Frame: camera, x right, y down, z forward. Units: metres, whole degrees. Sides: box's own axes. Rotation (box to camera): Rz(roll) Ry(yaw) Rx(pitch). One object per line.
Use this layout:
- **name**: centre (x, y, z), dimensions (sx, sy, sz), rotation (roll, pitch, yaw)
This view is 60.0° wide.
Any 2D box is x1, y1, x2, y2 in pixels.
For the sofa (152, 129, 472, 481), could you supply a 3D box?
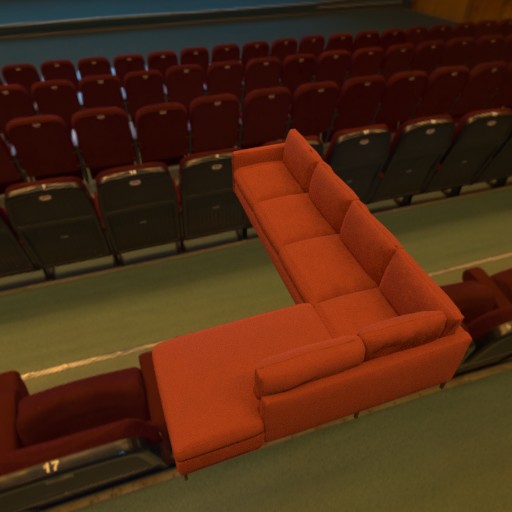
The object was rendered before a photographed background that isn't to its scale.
- **sofa**: centre (0.000, 0.000, 3.520), dimensions (1.879, 0.757, 2.736), rotation (-13, 44, -14)
